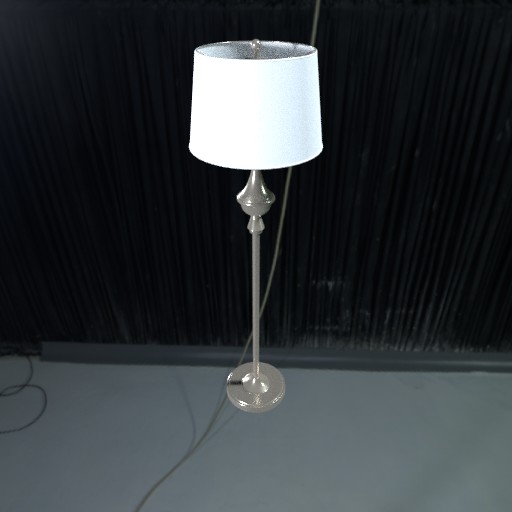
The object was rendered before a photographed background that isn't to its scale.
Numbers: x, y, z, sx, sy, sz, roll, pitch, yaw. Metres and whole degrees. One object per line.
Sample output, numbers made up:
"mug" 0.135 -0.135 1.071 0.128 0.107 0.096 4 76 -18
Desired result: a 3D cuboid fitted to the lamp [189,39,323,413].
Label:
"lamp" 0.000 0.000 1.680 0.431 1.488 0.431 0 33 0
